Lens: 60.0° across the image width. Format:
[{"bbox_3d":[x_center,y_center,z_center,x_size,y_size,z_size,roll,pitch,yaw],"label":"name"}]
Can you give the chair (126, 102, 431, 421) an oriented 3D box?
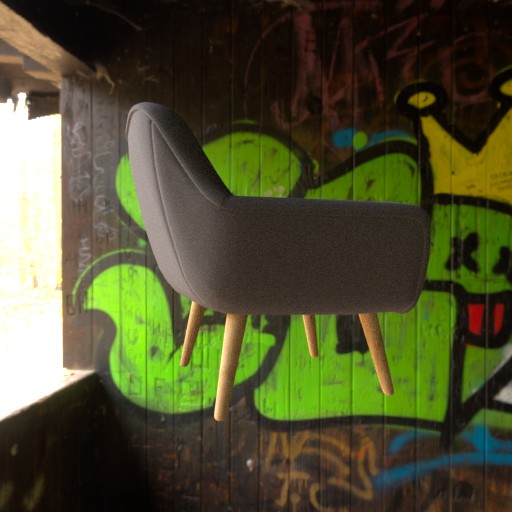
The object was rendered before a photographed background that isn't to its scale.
[{"bbox_3d":[0.000,0.000,1.395,0.779,0.800,0.770,0,1,-19],"label":"chair"}]
